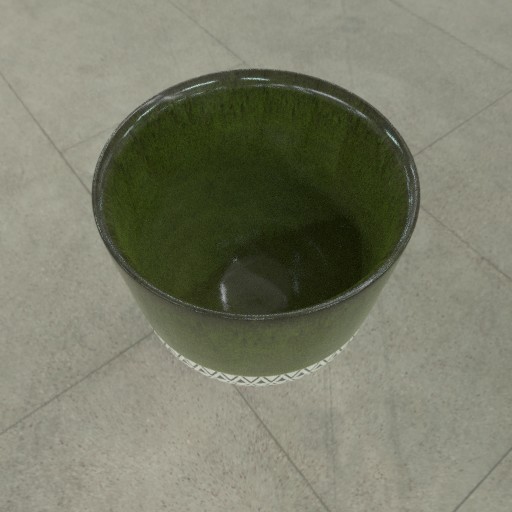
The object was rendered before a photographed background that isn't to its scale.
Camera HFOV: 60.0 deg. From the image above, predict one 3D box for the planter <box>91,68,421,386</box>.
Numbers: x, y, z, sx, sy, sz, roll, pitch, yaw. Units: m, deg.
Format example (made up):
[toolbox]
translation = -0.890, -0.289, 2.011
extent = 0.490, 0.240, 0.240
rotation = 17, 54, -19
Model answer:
[planter]
translation = 0.000, 0.000, 0.478
extent = 0.266, 0.270, 0.266
rotation = 0, 58, 0
